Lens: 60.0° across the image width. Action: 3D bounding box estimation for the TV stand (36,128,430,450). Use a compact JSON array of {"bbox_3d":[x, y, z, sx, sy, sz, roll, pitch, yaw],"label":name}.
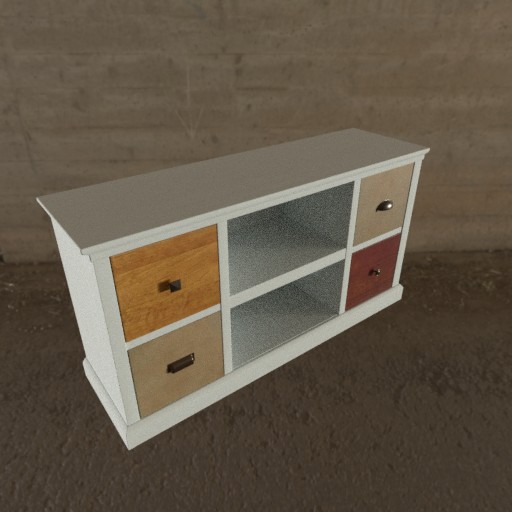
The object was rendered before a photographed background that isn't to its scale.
[{"bbox_3d":[0.000,0.000,1.497,1.187,0.624,0.424,-21,36,-31],"label":"TV stand"}]
